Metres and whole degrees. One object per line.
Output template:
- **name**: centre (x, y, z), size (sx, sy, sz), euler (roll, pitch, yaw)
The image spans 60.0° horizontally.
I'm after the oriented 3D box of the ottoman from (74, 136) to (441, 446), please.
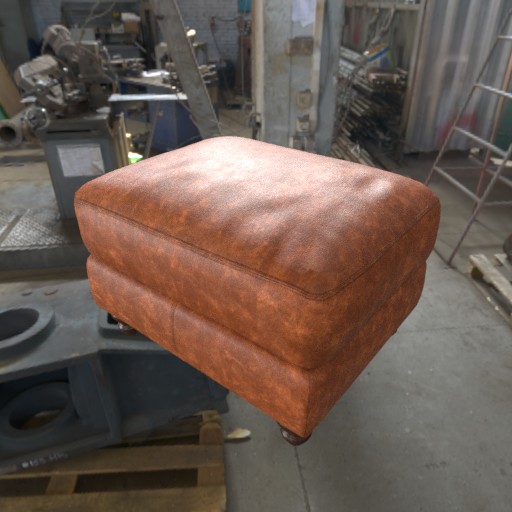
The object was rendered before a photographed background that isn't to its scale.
- **ottoman**: centre (0.000, 0.000, 1.265), size (0.832, 0.562, 0.657), euler (22, 37, 33)
